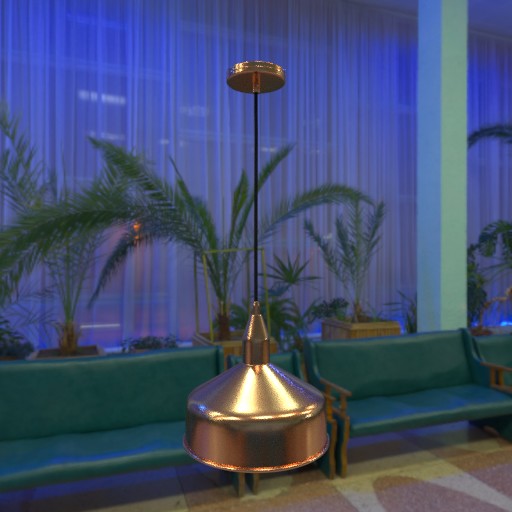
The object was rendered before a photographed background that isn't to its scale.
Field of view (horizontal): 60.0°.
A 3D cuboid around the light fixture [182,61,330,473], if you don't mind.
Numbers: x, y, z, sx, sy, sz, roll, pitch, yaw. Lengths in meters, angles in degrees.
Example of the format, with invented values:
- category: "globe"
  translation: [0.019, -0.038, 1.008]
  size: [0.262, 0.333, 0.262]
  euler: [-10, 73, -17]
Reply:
- category: "light fixture"
  translation: [0.000, 0.000, 0.917]
  size: [0.301, 0.754, 0.301]
  euler: [0, 0, -18]
